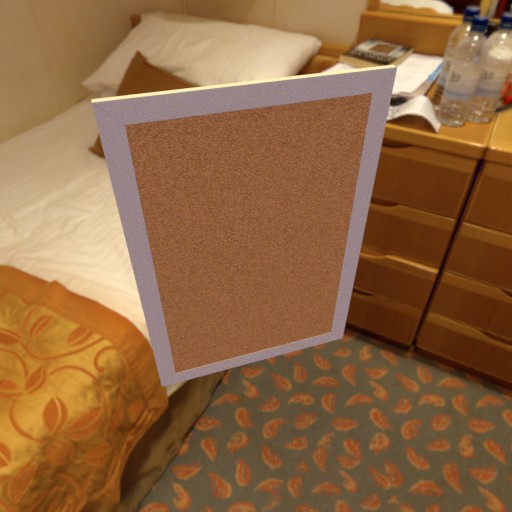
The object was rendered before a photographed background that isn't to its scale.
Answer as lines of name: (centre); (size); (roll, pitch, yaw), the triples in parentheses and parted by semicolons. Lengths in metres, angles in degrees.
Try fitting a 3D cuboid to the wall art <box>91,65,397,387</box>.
wall art: (0.000, 0.000, 0.849); (0.454, 0.659, 0.011); (-12, 42, -13)
